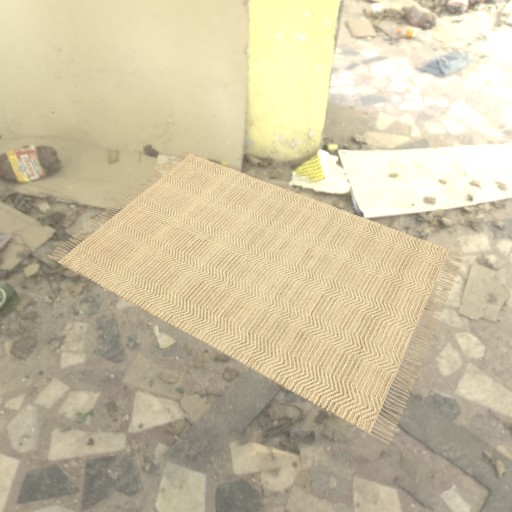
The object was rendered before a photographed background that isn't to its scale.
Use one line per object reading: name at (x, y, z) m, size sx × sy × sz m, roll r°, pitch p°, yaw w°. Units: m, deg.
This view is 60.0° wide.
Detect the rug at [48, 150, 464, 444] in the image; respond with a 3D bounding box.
rug at (0.000, 0.000, 2.488) m, size 2.021 × 0.027 × 1.224 m, roll 24°, pitch 51°, yaw 21°
